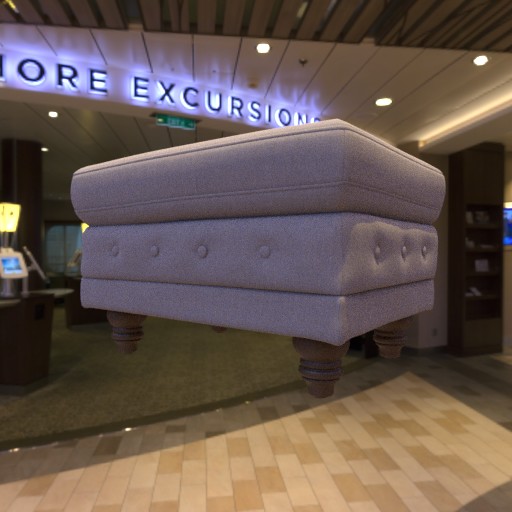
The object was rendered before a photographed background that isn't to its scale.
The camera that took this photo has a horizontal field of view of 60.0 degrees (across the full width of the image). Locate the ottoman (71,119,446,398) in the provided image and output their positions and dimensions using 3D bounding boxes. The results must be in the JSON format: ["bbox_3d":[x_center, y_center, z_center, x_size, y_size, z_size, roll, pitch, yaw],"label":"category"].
[{"bbox_3d":[0.000,0.000,1.113,0.771,0.500,0.569,1,1,37],"label":"ottoman"}]
